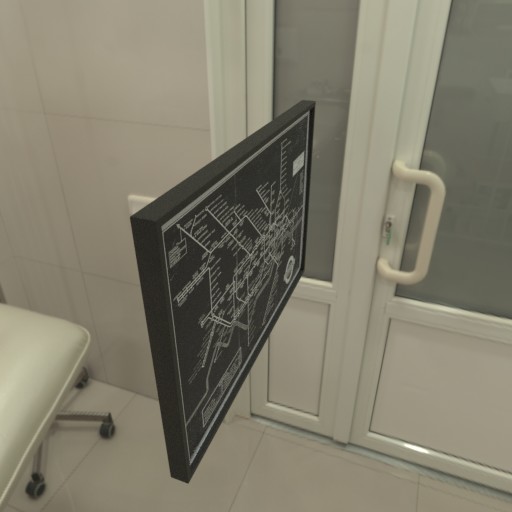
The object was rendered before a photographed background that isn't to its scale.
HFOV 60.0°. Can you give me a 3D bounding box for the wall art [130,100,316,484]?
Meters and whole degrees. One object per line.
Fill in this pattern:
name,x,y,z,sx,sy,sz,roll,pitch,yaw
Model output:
wall art,0.000,0.000,0.565,0.021,0.301,0.443,11,32,18
